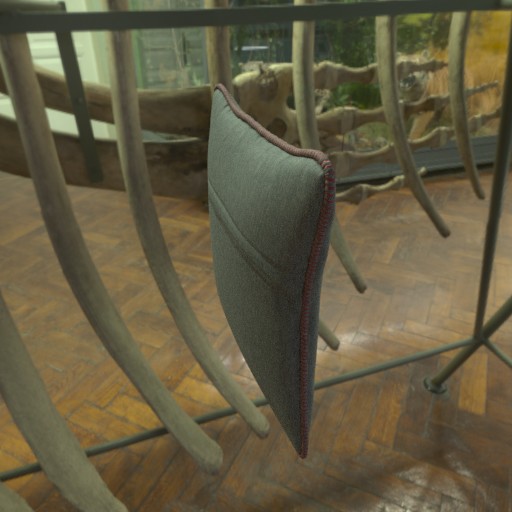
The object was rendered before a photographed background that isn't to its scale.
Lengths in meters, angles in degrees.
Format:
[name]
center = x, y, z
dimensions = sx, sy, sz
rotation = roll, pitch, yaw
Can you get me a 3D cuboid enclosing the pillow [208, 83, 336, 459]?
[pillow]
center = 0.000, 0.000, 0.756
dimensions = 0.124, 0.491, 0.482
rotation = -10, 33, -16
